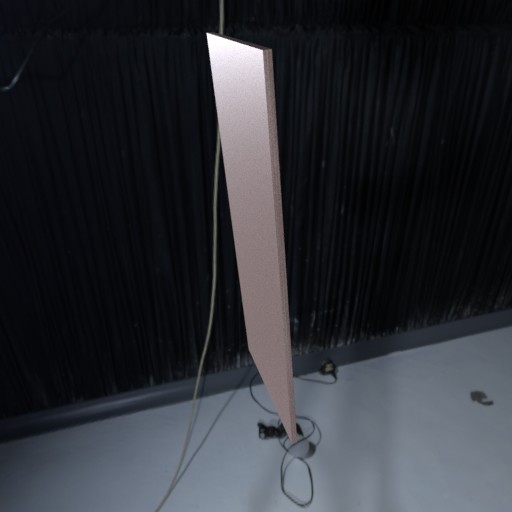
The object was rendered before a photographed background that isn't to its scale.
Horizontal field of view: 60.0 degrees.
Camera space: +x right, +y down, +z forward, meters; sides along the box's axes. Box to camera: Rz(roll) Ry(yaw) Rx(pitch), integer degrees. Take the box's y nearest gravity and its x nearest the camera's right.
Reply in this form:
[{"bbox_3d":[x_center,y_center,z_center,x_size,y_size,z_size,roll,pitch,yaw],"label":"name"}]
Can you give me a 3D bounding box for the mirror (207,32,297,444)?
[{"bbox_3d":[0.000,0.000,2.286,0.221,2.020,0.812,-9,32,-16],"label":"mirror"}]
